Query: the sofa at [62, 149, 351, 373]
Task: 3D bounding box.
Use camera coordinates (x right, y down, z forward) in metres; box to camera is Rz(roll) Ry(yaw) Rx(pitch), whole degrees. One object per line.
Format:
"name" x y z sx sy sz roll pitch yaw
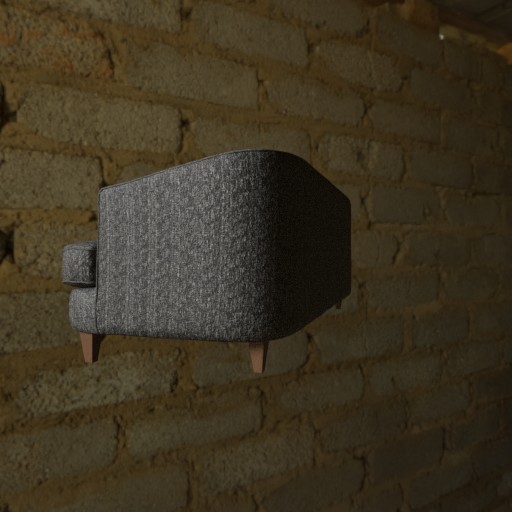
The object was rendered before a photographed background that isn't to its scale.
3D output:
"sofa" 0.000 0.000 2.703 0.941 0.855 2.278 0 1 19
